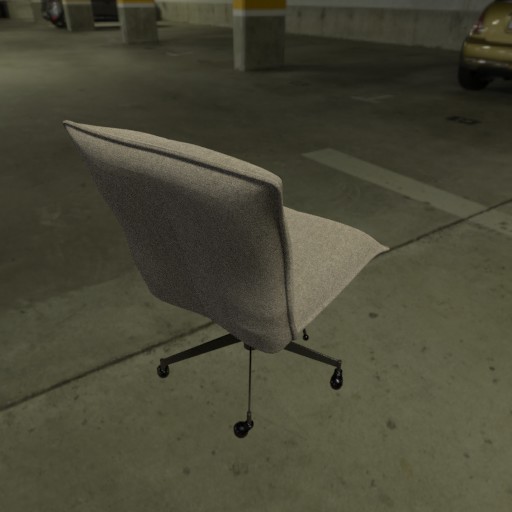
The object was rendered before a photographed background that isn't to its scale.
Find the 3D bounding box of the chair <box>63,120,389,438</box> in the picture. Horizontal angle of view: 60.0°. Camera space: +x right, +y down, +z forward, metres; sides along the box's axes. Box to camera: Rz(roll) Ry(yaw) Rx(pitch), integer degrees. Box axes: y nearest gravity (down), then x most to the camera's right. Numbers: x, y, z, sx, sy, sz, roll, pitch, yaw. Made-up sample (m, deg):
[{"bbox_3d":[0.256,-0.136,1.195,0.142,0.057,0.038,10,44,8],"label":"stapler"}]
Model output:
[{"bbox_3d":[0.000,0.000,1.274,0.597,0.811,0.696,21,37,32],"label":"chair"}]
